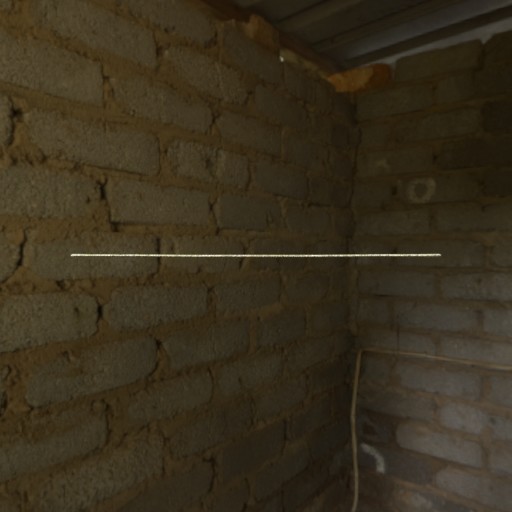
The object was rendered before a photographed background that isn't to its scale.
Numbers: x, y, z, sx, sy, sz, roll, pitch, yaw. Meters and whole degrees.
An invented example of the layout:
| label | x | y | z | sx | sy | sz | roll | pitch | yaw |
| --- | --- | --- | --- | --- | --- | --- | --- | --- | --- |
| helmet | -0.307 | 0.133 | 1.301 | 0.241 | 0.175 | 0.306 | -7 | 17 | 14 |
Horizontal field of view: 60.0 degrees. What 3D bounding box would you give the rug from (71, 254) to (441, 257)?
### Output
| label | x | y | z | sx | sy | sz | roll | pitch | yaw |
| --- | --- | --- | --- | --- | --- | --- | --- | --- | --- |
| rug | 0.000 | 0.000 | 2.225 | 1.143 | 0.010 | 1.758 | 0 | 0 | 0 |
